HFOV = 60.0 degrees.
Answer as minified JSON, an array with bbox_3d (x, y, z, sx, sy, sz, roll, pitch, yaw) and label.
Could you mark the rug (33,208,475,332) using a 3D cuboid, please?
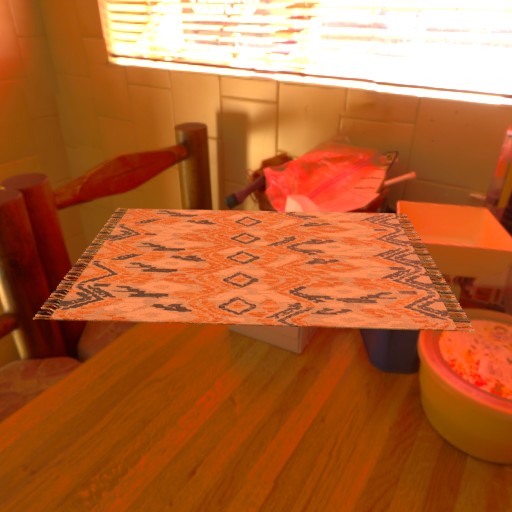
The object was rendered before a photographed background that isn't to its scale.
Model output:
[{"bbox_3d":[0.000,0.000,3.077,2.428,0.010,1.533,1,30,2],"label":"rug"}]
